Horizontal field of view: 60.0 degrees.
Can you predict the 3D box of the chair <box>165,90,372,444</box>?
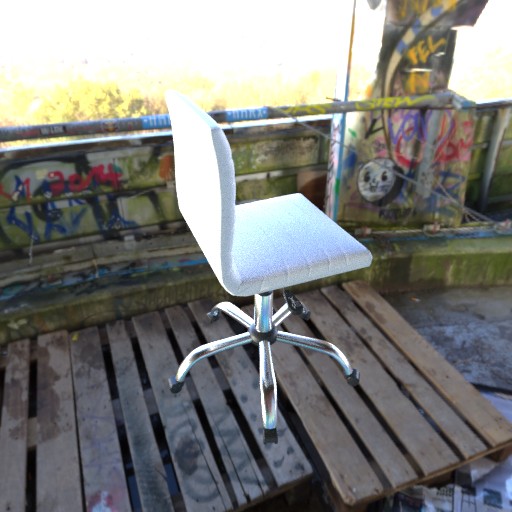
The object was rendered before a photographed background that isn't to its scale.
[{"bbox_3d":[0.000,0.000,1.144,0.530,0.780,0.556,-11,32,-18],"label":"chair"}]
